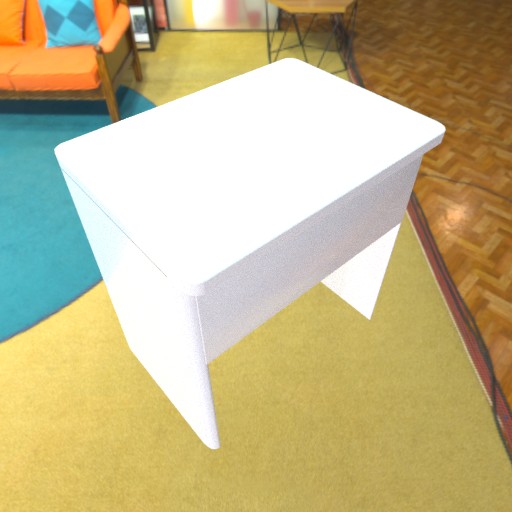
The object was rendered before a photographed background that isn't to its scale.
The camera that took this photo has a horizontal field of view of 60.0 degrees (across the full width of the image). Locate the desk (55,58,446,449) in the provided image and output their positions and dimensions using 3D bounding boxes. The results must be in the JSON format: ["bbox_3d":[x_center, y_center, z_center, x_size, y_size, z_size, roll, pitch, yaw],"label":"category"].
[{"bbox_3d":[0.000,0.000,1.319,0.762,0.800,0.549,-32,54,-27],"label":"desk"}]
